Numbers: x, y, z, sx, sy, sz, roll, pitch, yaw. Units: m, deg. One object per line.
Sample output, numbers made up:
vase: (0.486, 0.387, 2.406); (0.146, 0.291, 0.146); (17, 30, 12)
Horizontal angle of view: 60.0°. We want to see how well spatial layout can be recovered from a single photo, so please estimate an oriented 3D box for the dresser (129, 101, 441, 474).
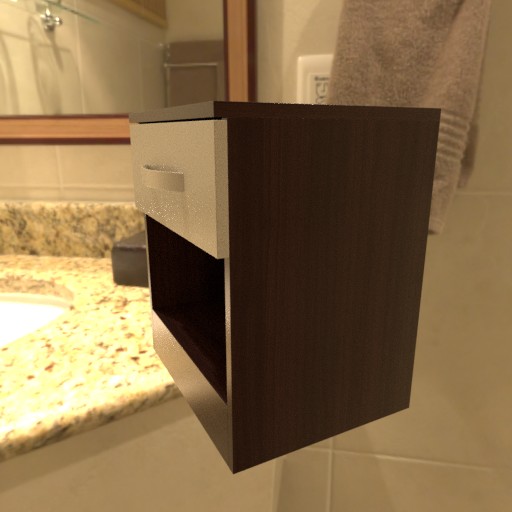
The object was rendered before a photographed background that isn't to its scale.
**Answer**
dresser: (0.000, 0.000, 0.756); (0.360, 0.470, 0.400); (-8, 18, -26)
